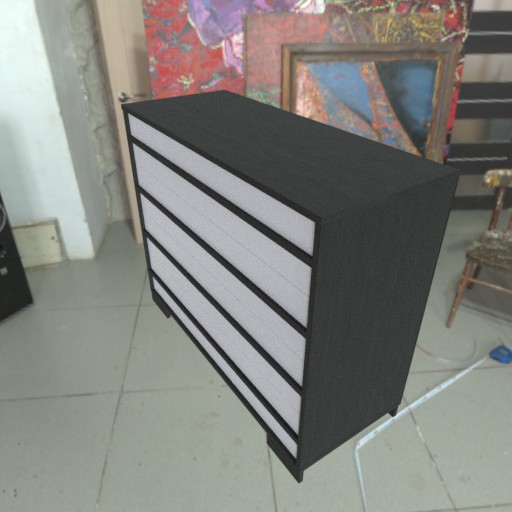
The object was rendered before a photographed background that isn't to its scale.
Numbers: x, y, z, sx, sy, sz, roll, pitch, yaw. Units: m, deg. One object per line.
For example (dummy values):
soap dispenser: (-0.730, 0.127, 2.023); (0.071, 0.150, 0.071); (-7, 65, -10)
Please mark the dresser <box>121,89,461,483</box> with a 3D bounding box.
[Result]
dresser: (0.000, 0.000, 1.433); (0.404, 0.816, 0.994); (-20, 37, -29)
